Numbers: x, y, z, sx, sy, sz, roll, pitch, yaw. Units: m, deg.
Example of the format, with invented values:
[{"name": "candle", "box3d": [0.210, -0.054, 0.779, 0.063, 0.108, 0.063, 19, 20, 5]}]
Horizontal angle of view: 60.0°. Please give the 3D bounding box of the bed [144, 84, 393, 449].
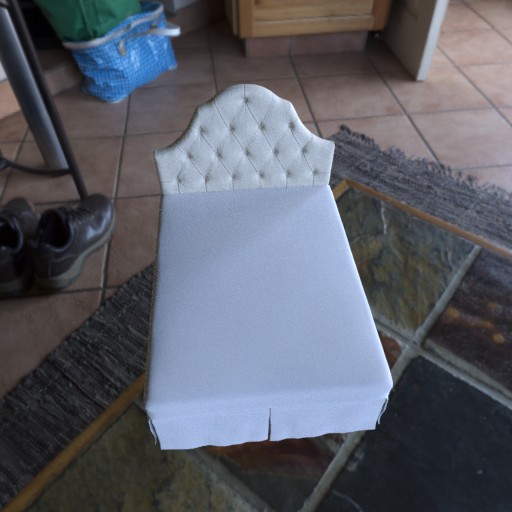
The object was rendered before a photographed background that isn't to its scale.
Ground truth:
[{"name": "bed", "box3d": [0.000, 0.000, 3.217, 1.627, 1.575, 2.092, -4, 48, -4]}]
